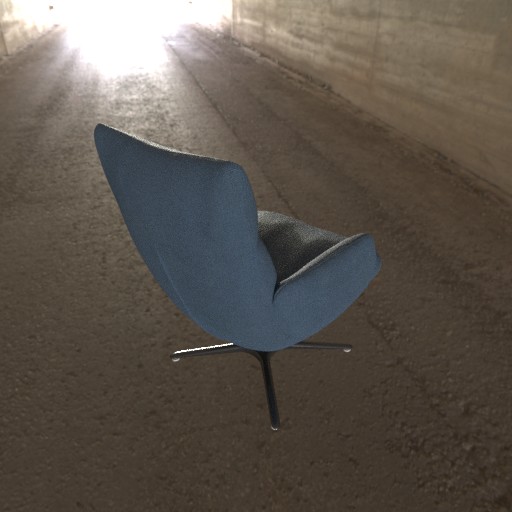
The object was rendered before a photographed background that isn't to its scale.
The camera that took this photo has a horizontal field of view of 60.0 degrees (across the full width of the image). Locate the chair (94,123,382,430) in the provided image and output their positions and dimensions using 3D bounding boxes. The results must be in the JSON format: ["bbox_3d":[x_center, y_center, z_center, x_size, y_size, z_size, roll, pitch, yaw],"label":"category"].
[{"bbox_3d":[0.000,0.000,1.593,0.711,1.016,0.889,23,38,33],"label":"chair"}]
